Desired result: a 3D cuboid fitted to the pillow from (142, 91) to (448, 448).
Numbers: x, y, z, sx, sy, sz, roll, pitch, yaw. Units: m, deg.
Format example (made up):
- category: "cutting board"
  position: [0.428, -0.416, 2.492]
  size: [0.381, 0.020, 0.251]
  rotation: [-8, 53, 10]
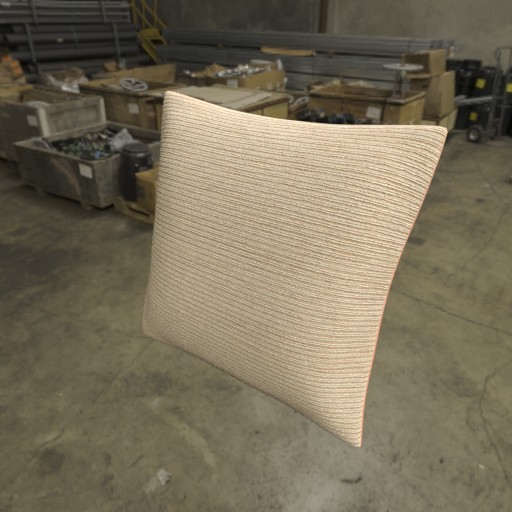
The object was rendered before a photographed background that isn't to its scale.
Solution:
- category: "pillow"
  position: [0.000, 0.000, 0.638]
  size: [0.424, 0.401, 0.177]
  rotation: [19, 34, 30]
